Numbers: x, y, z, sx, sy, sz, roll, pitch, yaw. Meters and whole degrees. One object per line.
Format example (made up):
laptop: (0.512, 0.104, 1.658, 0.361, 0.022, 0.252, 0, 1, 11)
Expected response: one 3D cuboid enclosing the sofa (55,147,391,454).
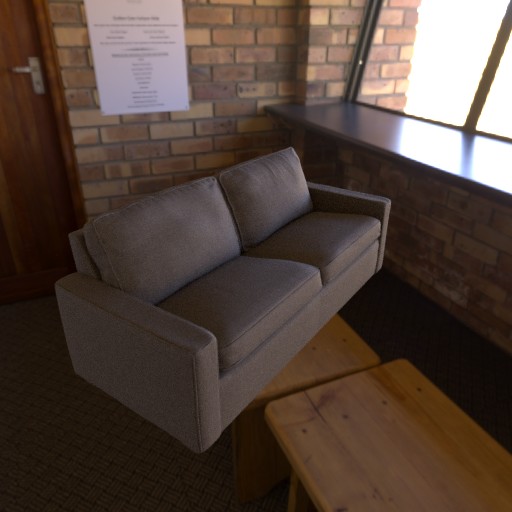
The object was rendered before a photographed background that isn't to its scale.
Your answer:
sofa: (0.000, 0.000, 2.657, 0.940, 0.919, 2.080, 18, 32, 31)
